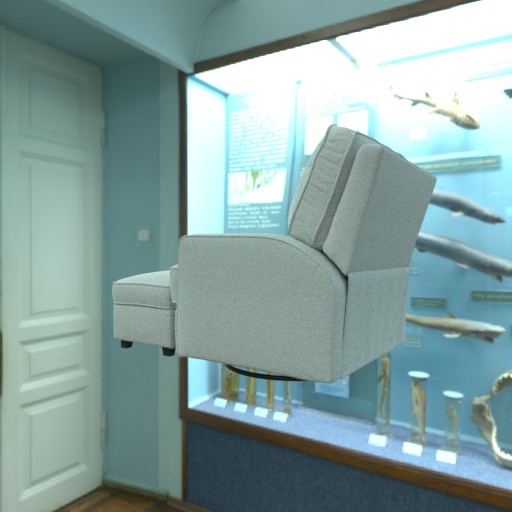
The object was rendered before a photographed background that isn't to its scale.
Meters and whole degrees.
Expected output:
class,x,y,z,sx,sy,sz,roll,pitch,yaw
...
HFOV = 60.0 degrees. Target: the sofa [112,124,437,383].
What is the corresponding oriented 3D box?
class,x,y,z,sx,sy,sz,roll,pitch,yaw
sofa,0.000,0.000,2.112,1.472,0.959,0.861,0,1,35
